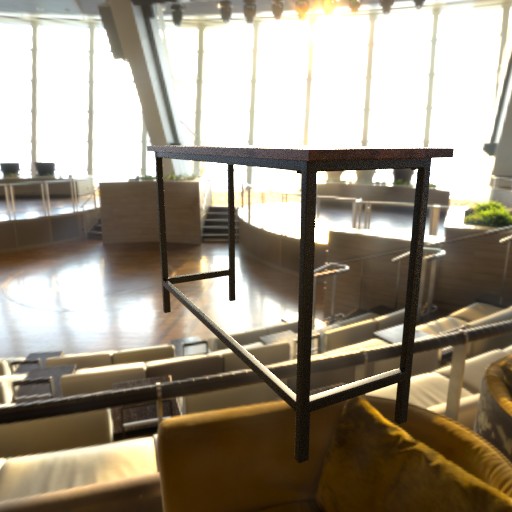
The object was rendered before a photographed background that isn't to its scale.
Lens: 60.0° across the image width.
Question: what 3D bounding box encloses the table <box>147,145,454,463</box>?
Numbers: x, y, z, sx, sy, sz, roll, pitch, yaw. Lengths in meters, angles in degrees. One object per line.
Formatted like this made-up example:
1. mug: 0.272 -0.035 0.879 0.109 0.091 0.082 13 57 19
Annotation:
1. table: 0.000 0.000 1.543 0.408 0.740 1.204 -7 16 -27
